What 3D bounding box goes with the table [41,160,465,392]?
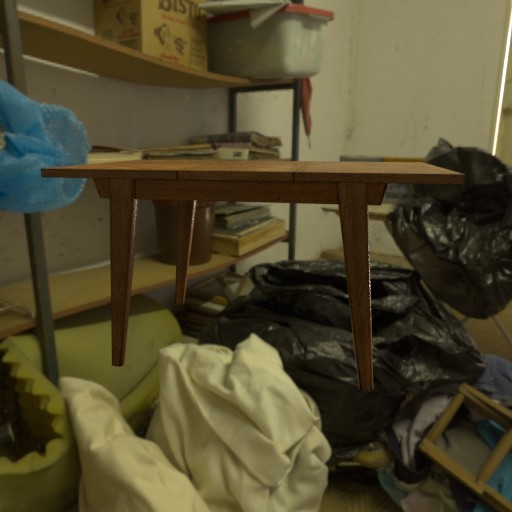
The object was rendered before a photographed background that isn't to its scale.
[{"bbox_3d":[0.000,0.000,1.888,1.400,0.760,0.757,3,15,11],"label":"table"}]
